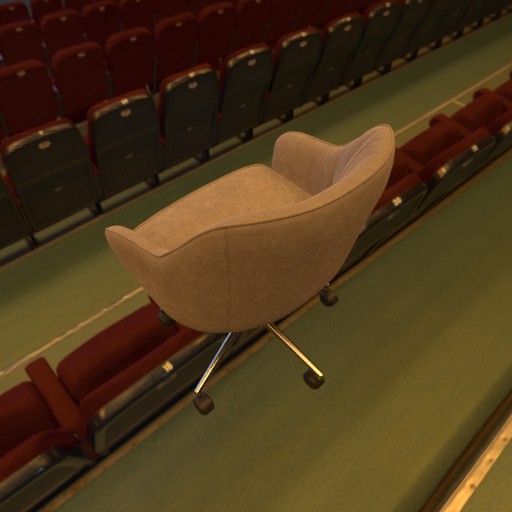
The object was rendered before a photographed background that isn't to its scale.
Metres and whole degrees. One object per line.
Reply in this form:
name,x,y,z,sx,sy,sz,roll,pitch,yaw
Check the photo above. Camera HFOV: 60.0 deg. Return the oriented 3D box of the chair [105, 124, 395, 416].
chair,0.000,0.000,1.241,0.635,0.831,0.573,-34,56,-27
